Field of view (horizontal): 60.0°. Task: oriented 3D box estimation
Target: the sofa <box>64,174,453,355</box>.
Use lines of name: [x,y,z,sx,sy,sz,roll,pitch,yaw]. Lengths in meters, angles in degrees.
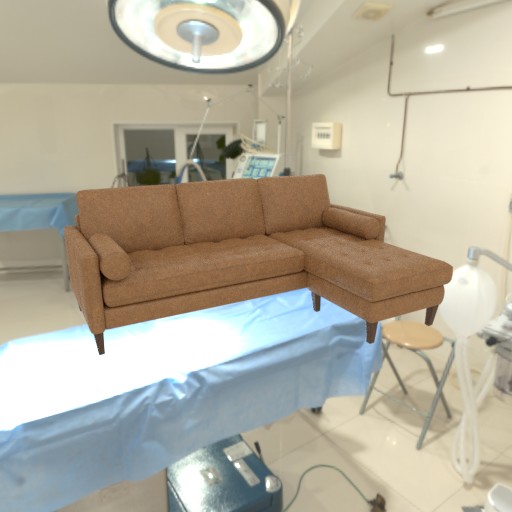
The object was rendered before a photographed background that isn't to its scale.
sofa: [0.000,0.000,2.938,2.178,0.876,1.506,-9,19,-28]
